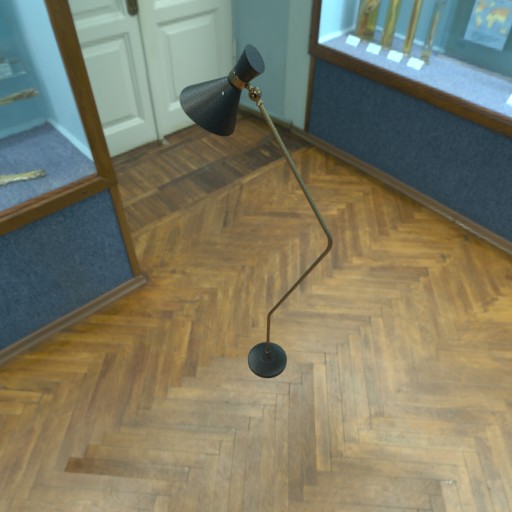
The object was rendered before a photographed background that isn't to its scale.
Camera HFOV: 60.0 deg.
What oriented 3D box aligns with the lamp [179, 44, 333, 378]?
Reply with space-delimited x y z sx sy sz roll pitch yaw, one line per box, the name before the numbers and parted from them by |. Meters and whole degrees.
lamp | 0.000 0.000 1.610 0.277 1.438 0.467 -30 52 -26
